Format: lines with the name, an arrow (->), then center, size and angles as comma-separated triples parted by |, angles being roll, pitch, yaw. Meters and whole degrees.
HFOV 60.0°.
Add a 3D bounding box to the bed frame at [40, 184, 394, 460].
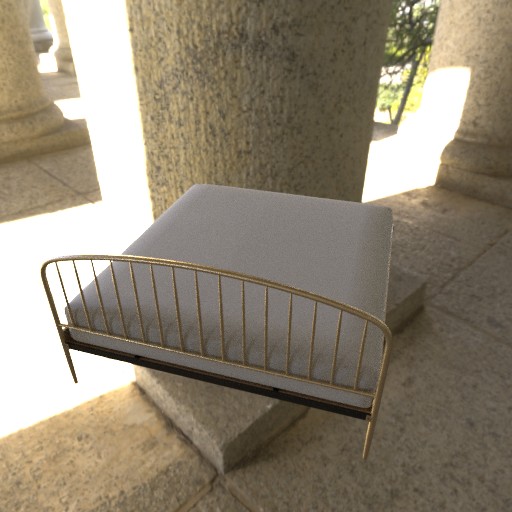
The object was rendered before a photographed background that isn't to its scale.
bed frame -> 0.000, 0.000, 3.397 | 2.016, 1.174, 2.152 | 9, 33, 14
